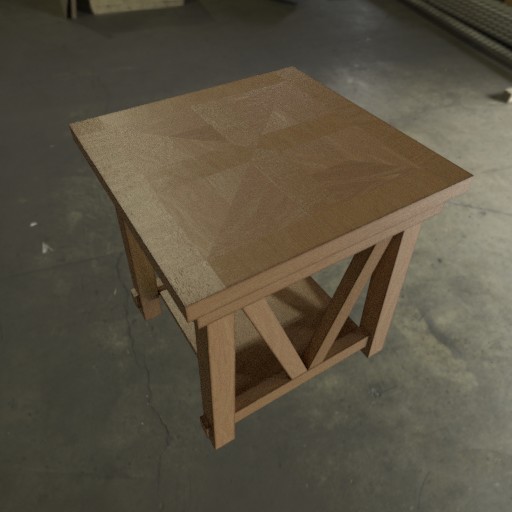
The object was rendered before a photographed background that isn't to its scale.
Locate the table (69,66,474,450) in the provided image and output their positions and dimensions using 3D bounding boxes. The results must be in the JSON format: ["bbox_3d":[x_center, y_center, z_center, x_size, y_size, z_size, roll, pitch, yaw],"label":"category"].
[{"bbox_3d":[0.000,0.000,1.149,0.612,0.638,0.610,-24,50,-22],"label":"table"}]
